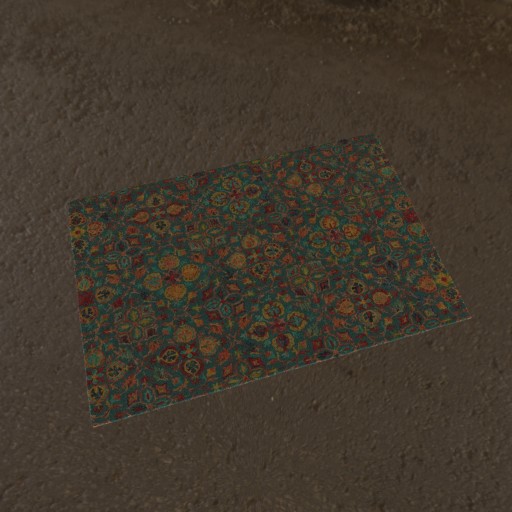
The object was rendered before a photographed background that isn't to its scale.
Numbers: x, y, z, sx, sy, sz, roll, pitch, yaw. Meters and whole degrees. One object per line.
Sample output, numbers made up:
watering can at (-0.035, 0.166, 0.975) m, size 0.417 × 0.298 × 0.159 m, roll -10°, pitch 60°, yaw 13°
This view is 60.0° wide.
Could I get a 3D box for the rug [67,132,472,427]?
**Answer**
rug at (0.000, 0.000, 2.877) m, size 2.290 × 0.016 × 1.527 m, roll -14°, pitch 64°, yaw -7°
